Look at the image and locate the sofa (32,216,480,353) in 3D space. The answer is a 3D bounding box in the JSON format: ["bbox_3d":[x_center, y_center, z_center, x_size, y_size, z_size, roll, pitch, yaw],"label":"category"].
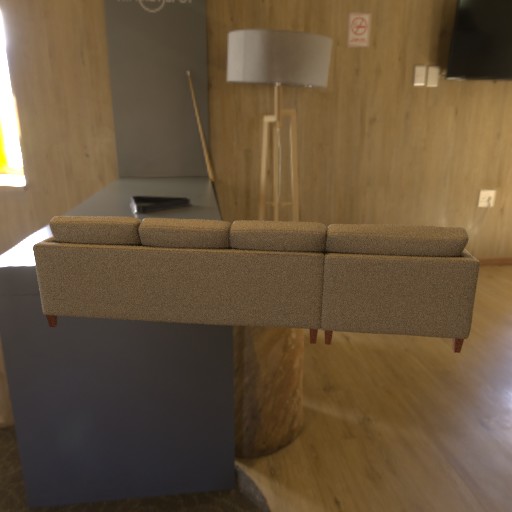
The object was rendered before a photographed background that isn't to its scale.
[{"bbox_3d":[0.000,0.000,3.848,3.201,0.876,1.502,2,17,7],"label":"sofa"}]
